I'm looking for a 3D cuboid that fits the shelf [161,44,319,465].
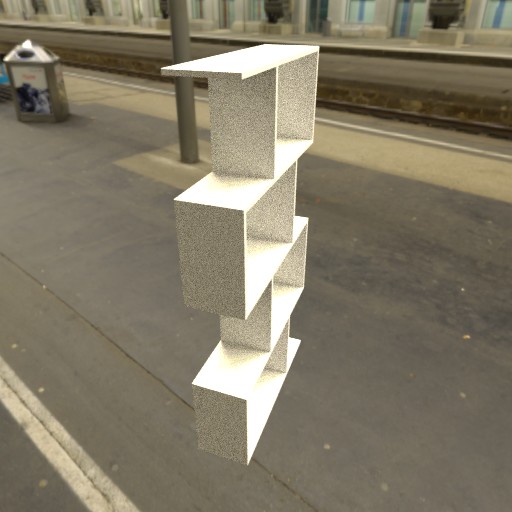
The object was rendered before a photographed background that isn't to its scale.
[{"bbox_3d":[0.000,0.000,1.990,0.250,1.650,0.890,10,31,18],"label":"shelf"}]
